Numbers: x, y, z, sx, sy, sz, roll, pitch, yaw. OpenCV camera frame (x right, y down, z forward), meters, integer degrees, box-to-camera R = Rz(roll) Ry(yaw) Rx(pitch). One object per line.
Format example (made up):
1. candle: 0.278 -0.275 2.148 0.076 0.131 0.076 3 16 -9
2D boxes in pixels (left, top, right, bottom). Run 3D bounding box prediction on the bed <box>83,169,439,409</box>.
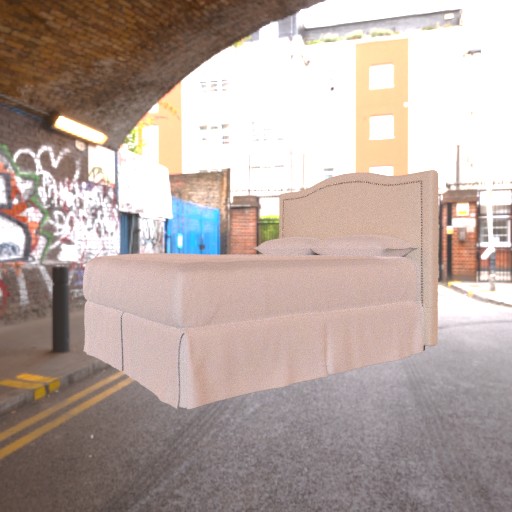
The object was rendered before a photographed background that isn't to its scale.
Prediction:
1. bed: 0.000 0.000 3.376 2.143 1.460 1.753 -1 1 -37
